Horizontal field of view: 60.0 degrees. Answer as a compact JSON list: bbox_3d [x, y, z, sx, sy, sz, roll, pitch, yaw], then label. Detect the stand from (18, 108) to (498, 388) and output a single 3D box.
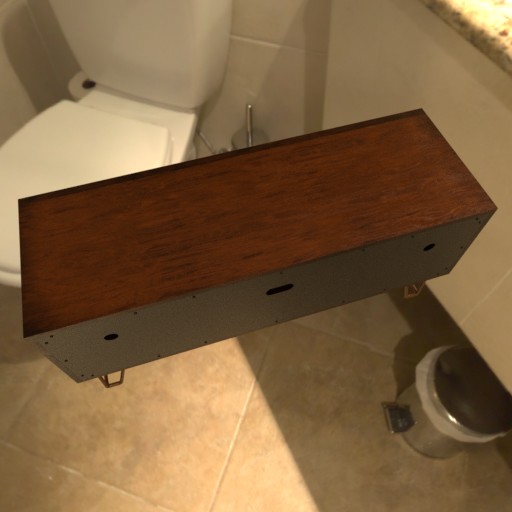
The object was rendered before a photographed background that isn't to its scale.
[{"bbox_3d":[0.000,0.000,1.598,1.372,0.610,0.481,-15,59,-9],"label":"stand"}]
